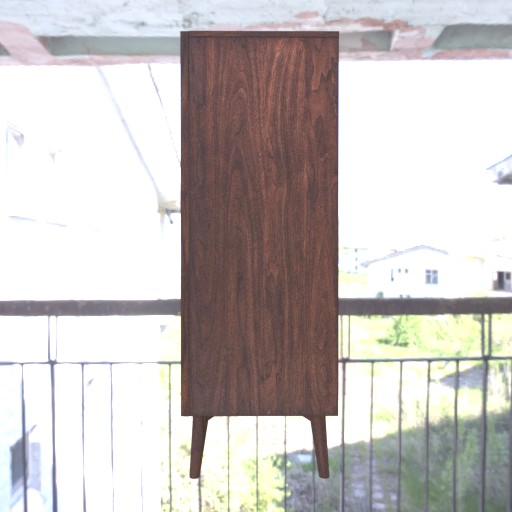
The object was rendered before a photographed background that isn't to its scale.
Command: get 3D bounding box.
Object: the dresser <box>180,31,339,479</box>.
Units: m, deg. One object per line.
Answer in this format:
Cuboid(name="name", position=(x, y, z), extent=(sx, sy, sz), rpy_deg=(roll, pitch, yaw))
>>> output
Cuboid(name="dresser", position=(0.000, 0.000, 1.802), extent=(0.498, 1.365, 0.919), rpy_deg=(0, 0, 0))
